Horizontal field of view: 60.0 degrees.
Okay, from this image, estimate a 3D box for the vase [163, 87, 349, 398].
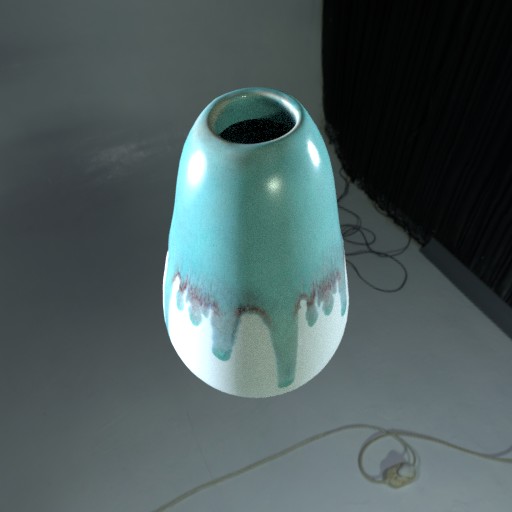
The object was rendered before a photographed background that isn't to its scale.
[{"bbox_3d":[0.000,0.000,0.254,0.116,0.179,0.116,0,46,0],"label":"vase"}]
